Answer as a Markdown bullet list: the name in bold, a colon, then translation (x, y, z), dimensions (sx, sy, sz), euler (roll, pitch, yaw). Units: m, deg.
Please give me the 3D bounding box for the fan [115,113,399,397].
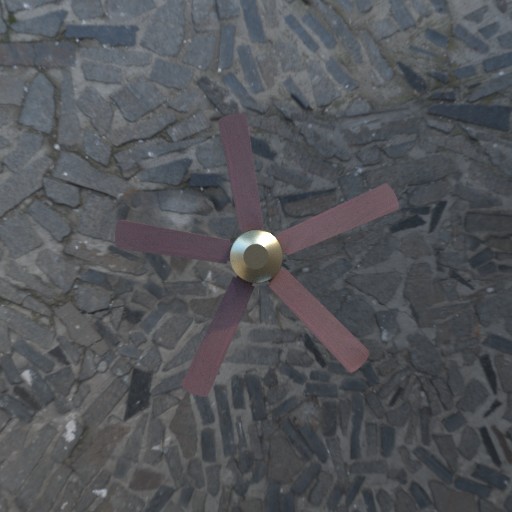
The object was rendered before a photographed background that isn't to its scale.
- **fan**: translation (0.000, 0.000, 1.983), dimensions (1.321, 0.356, 1.321), euler (0, 90, 0)
